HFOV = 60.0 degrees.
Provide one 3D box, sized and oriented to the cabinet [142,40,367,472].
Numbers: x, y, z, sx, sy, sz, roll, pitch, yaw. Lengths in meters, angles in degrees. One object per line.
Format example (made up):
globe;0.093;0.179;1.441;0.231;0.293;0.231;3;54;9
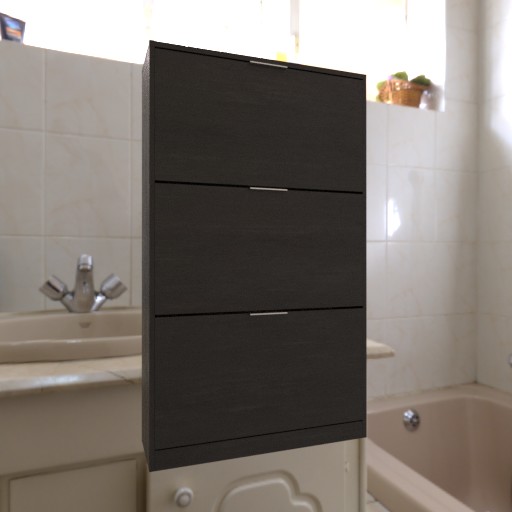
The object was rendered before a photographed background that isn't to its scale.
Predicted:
cabinet;0.000;0.000;1.542;0.750;1.280;0.250;0;0;-20
